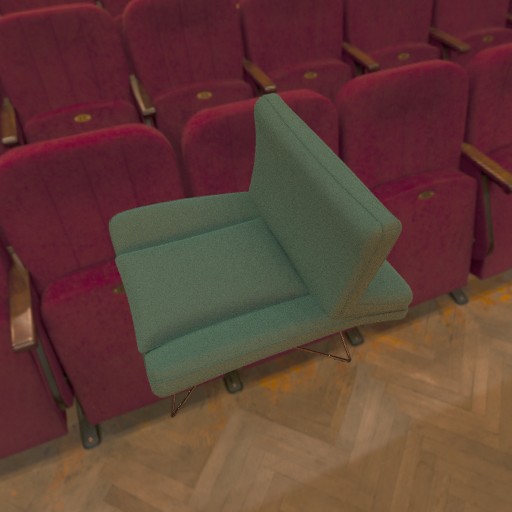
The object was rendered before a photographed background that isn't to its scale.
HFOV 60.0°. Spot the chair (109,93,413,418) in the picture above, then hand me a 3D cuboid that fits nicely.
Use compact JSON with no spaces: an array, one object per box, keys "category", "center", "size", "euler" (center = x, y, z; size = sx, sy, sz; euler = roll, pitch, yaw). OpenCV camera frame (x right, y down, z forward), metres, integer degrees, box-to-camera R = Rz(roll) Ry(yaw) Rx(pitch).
[{"category":"chair","center":[0.000,0.000,1.694],"size":[1.008,0.855,0.859],"euler":[-16,48,-15]}]
